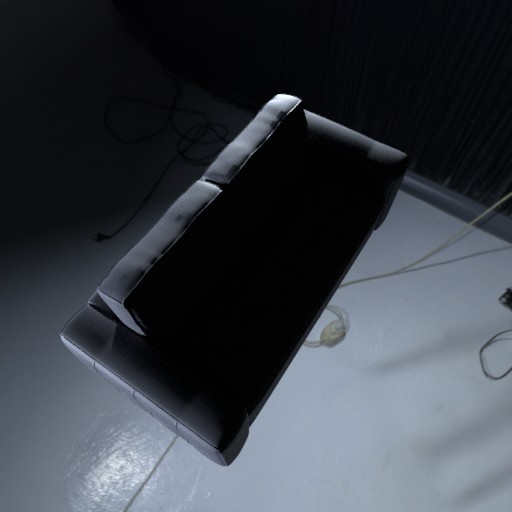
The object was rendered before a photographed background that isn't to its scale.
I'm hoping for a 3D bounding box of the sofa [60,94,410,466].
[{"bbox_3d":[0.000,0.000,2.193,0.833,0.893,1.726,30,64,16],"label":"sofa"}]
